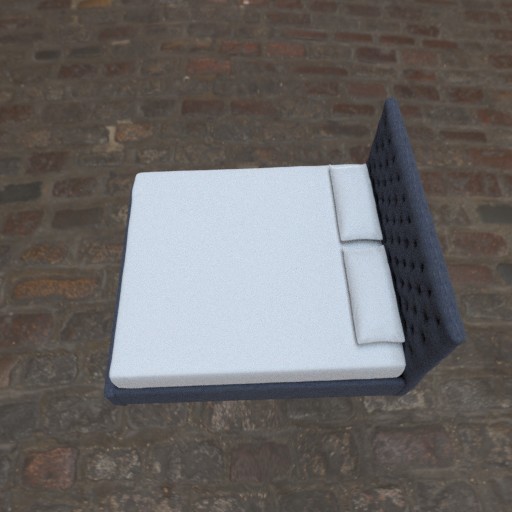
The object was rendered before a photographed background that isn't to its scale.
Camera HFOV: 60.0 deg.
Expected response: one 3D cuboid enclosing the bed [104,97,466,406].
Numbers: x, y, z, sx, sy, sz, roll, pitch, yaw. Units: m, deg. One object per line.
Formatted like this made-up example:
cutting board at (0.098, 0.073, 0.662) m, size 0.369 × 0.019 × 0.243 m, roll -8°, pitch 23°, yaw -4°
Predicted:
bed at (0.000, 0.000, 3.625) m, size 2.387 × 1.427 × 2.078 m, roll -2°, pitch 59°, yaw -1°
